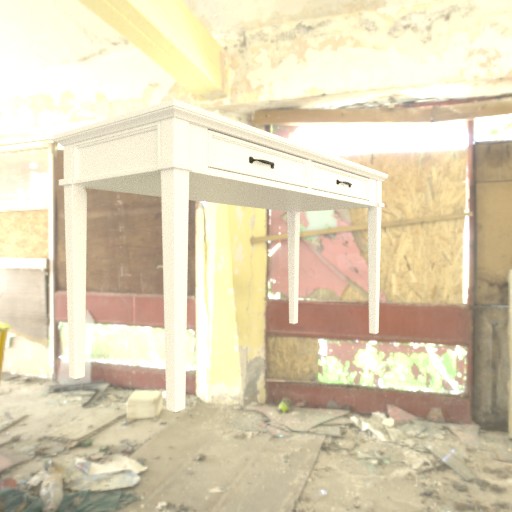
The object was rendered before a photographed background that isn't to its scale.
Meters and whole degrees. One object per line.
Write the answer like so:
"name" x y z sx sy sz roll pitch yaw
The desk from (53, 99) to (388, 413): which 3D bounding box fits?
"desk" 0.000 0.000 1.773 0.559 0.774 1.372 1 1 37
